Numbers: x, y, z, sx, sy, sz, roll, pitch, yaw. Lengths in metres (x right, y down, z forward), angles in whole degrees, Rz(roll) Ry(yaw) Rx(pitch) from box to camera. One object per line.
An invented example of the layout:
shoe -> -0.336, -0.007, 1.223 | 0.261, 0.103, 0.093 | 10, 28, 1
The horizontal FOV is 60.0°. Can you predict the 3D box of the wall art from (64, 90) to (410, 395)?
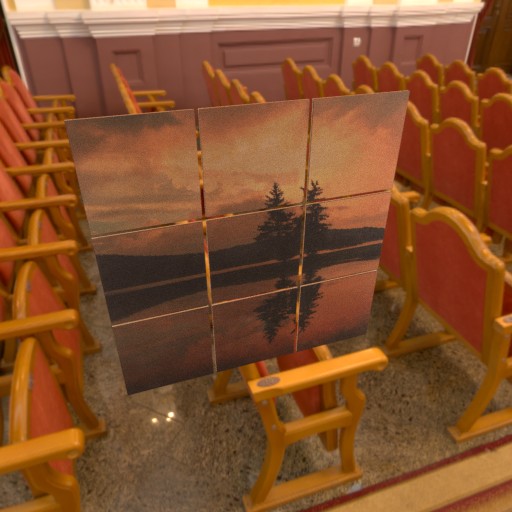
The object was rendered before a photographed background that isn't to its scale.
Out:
wall art -> 0.000, 0.000, 2.280 | 1.520, 1.525, 0.013 | -11, 34, -16
